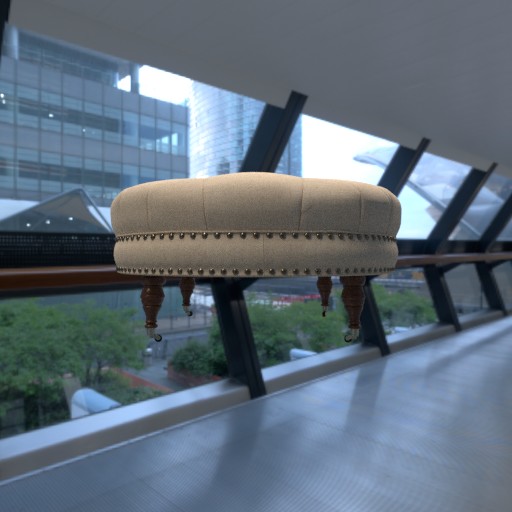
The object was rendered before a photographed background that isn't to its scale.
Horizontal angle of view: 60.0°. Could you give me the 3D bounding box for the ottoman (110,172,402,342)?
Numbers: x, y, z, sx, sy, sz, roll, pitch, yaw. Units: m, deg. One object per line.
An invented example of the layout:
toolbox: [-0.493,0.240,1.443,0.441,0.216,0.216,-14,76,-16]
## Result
ottoman: [0.000,0.000,1.502,0.940,0.483,0.940,0,0,0]
